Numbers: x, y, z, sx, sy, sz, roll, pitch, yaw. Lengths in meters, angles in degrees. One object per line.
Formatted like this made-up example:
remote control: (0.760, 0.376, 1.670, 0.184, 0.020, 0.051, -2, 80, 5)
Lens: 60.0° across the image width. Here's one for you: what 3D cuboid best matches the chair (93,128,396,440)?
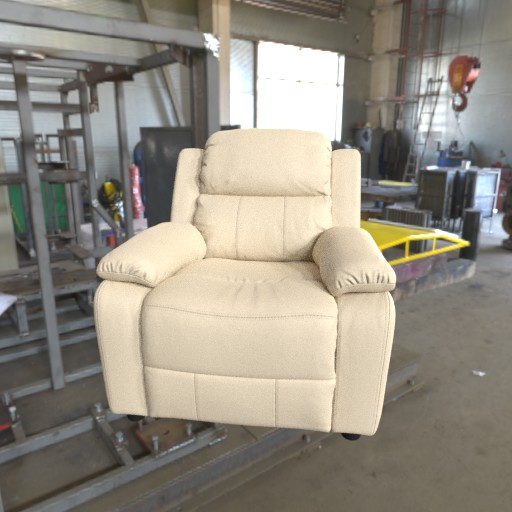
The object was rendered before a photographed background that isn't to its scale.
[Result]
chair: (0.000, 0.000, 1.246, 0.680, 0.702, 0.709, 2, 15, 8)
